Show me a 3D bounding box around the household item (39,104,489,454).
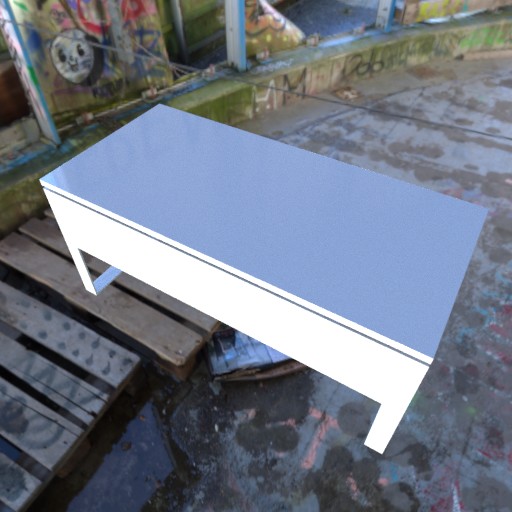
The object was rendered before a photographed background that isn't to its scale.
[{"bbox_3d":[0.000,0.000,2.110,1.700,0.745,0.800,23,50,21],"label":"household item"}]
